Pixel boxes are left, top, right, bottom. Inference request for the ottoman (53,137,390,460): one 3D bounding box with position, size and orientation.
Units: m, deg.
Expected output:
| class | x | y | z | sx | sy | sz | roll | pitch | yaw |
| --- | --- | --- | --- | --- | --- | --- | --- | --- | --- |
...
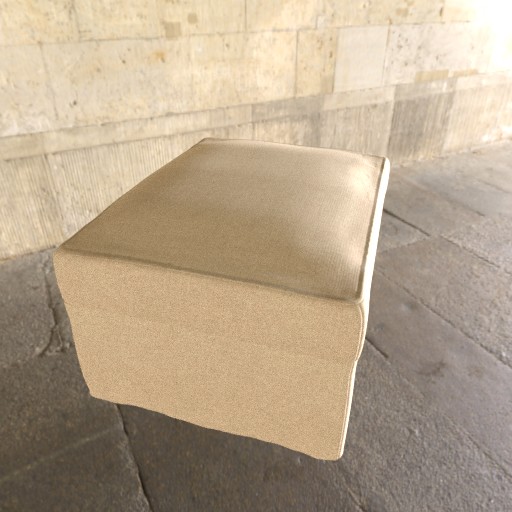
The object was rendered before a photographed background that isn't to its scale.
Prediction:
| class | x | y | z | sx | sy | sz | roll | pitch | yaw |
| --- | --- | --- | --- | --- | --- | --- | --- | --- | --- |
| ottoman | 0.000 | 0.000 | 1.245 | 0.650 | 0.485 | 0.833 | 9 | 33 | 15 |
